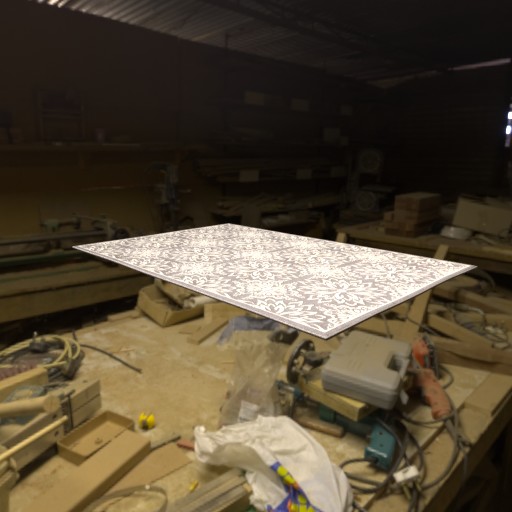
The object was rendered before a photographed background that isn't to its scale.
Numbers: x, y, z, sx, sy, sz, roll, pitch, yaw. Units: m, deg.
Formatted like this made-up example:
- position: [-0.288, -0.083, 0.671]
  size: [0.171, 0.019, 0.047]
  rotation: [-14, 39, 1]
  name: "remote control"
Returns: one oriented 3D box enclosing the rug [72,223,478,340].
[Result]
- position: [0.000, 0.000, 2.385]
  size: [1.224, 0.012, 1.847]
  rotation: [-13, 18, -43]
  name: "rug"
